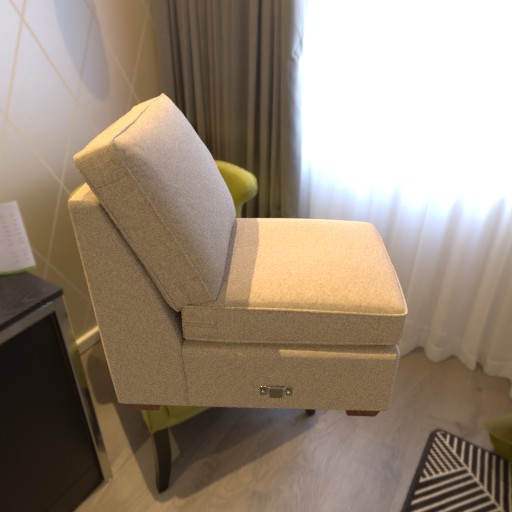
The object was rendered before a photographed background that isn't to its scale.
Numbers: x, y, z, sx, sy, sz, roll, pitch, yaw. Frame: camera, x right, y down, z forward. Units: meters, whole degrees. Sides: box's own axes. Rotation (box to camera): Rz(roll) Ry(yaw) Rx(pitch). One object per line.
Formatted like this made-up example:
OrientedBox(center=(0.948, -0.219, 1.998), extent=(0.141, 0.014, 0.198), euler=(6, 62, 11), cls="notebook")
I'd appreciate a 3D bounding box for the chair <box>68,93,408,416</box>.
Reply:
OrientedBox(center=(0.000, 0.000, 1.663), extent=(1.020, 1.058, 0.674), euler=(1, 31, 2), cls="chair")
